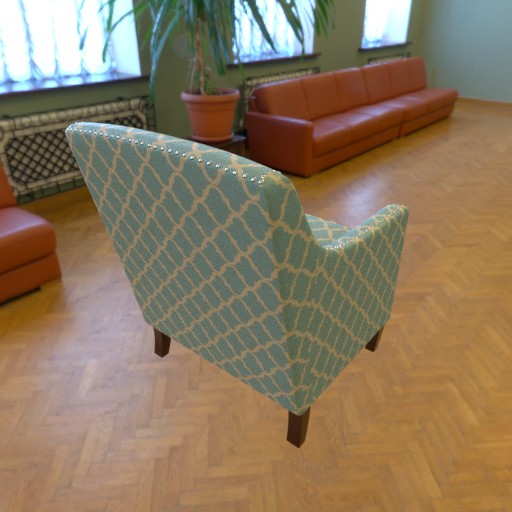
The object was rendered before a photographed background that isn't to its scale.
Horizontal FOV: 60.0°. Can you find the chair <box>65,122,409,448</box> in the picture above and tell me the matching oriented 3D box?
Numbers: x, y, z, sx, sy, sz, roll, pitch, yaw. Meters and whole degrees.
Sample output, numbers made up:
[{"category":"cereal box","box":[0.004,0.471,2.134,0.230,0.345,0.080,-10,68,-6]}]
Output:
[{"category":"chair","box":[0.000,0.000,1.289,0.617,0.817,0.686,22,36,34]}]
